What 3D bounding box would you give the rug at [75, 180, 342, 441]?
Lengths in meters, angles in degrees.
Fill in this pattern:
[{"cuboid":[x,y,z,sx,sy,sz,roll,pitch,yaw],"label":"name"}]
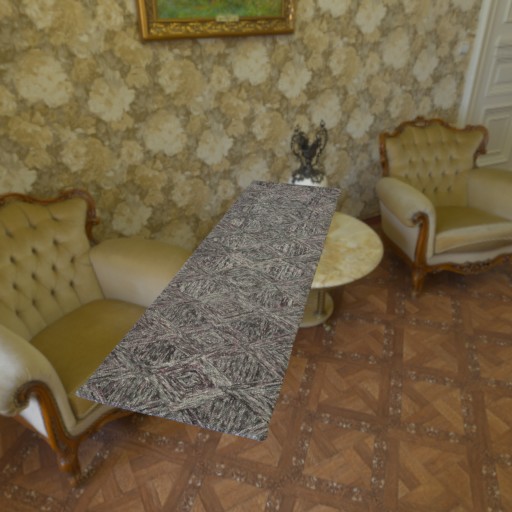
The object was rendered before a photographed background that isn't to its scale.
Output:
[{"cuboid":[0.000,0.000,2.472,0.719,0.013,2.305,8,31,14],"label":"rug"}]
